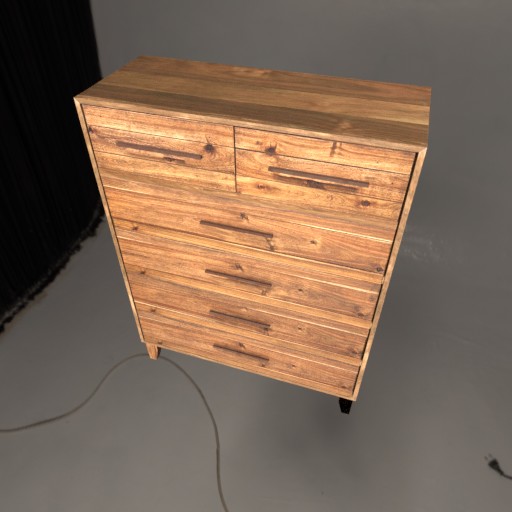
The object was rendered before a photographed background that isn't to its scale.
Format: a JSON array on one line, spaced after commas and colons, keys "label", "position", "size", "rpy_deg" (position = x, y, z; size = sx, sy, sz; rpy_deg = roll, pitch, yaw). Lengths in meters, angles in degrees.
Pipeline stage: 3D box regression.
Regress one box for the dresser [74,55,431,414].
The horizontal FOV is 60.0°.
[{"label": "dresser", "position": [0.000, 0.000, 1.875], "size": [1.062, 1.393, 0.442], "rpy_deg": [12, 43, 13]}]
